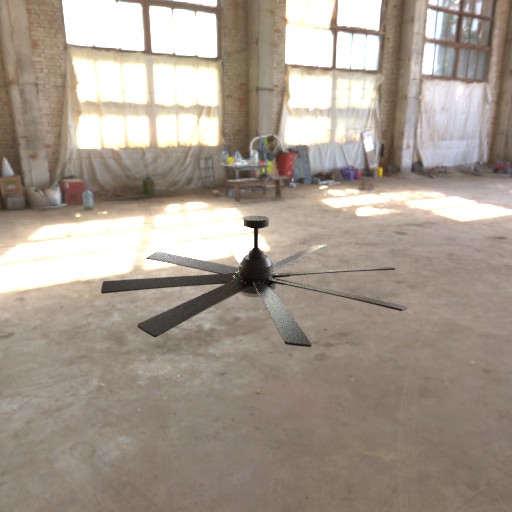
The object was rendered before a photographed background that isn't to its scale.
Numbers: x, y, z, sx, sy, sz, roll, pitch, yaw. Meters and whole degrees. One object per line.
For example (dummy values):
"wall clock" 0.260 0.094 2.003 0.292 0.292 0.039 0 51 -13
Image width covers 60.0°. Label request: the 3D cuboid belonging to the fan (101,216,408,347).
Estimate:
"fan" 0.000 0.000 2.717 1.830 0.472 1.830 -3 16 -11
